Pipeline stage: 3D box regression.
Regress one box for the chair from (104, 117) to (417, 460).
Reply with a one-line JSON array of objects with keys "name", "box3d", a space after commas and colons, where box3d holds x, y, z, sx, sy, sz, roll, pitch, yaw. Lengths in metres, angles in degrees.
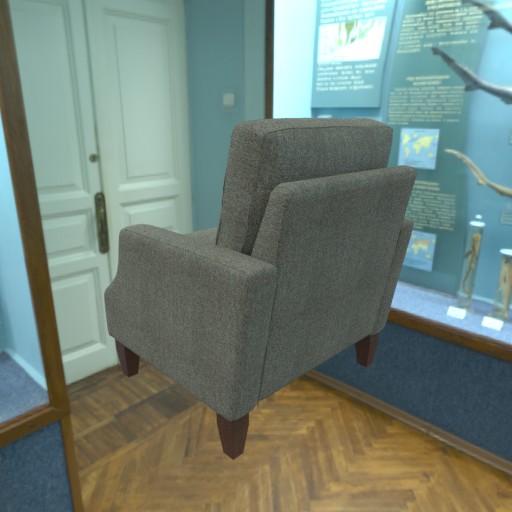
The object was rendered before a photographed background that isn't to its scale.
[{"name": "chair", "box3d": [0.000, 0.000, 1.664, 0.855, 0.993, 0.897, -16, 24, -42]}]
